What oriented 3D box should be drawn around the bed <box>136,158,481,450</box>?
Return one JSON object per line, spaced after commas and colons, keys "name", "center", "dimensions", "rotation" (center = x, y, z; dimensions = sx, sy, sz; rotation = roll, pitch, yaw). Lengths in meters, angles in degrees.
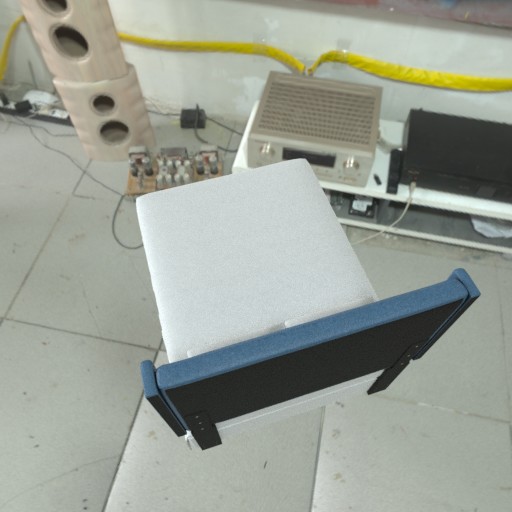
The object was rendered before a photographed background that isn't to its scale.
{"name": "bed", "center": [0.000, 0.000, 3.287], "dimensions": [1.719, 1.665, 2.078], "rotation": [-15, 59, -9]}
